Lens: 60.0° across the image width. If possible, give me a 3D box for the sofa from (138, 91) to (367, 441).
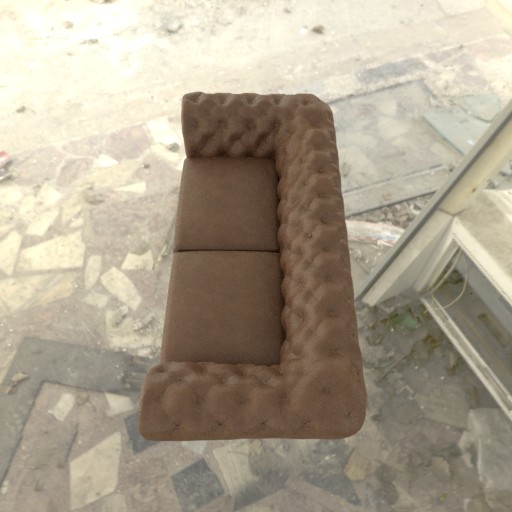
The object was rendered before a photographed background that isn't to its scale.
[{"bbox_3d":[0.000,0.000,2.530,0.955,0.784,2.048,0,59,0],"label":"sofa"}]
